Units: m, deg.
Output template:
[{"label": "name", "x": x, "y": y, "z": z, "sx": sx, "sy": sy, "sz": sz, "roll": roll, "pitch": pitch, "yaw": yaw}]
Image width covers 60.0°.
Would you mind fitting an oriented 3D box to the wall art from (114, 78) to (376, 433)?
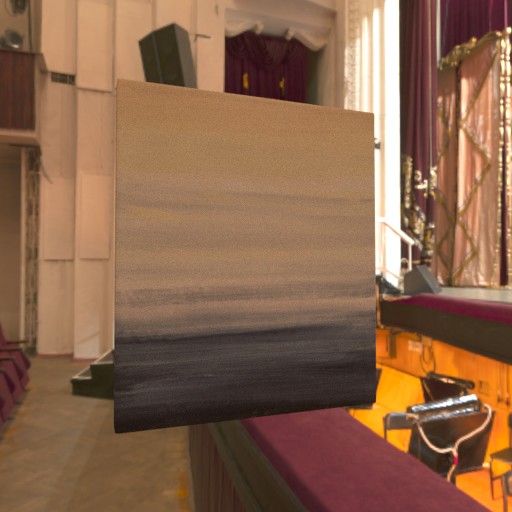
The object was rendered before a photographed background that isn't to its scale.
[{"label": "wall art", "x": 0.000, "y": 0.000, "z": 1.002, "sx": 0.608, "sy": 0.710, "sz": 0.041, "roll": 1, "pitch": -1, "yaw": -20}]
